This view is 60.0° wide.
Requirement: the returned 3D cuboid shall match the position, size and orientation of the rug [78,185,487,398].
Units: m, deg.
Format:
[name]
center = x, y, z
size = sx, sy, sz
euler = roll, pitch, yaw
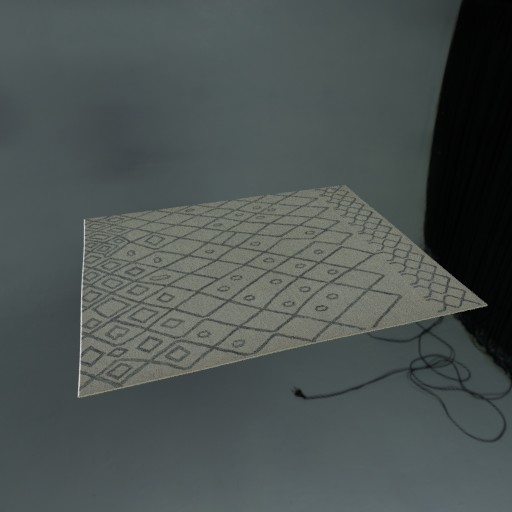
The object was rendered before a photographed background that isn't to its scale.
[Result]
[rug]
center = 0.000, 0.000, 4.081
size = 3.046, 0.015, 2.446
euler = -9, 34, -14
